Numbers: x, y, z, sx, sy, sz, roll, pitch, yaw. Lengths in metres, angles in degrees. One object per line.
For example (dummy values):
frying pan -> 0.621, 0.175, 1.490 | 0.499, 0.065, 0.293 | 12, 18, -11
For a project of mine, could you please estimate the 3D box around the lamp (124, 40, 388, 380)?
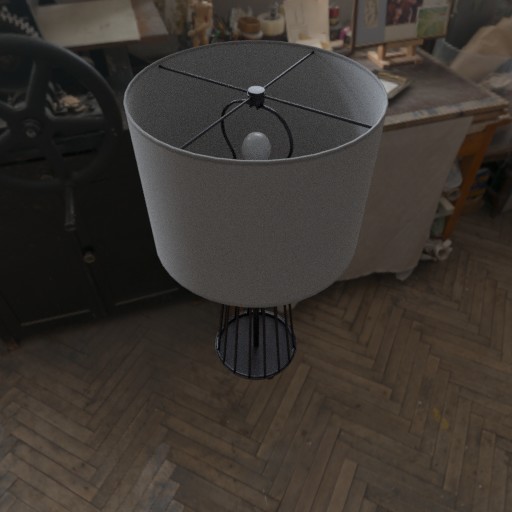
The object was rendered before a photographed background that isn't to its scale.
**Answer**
lamp -> 0.000, 0.000, 0.761 | 0.322, 0.593, 0.322 | 24, 50, 22
